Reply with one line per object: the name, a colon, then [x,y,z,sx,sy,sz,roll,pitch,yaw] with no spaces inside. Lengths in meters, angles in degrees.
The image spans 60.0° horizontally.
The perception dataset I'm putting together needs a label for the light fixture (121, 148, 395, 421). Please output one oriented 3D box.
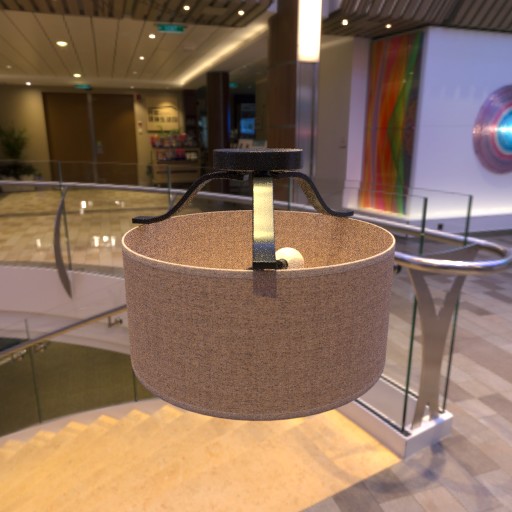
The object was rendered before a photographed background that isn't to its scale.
light fixture: [0.000,0.000,0.655,0.390,0.306,0.390,0,15,0]
